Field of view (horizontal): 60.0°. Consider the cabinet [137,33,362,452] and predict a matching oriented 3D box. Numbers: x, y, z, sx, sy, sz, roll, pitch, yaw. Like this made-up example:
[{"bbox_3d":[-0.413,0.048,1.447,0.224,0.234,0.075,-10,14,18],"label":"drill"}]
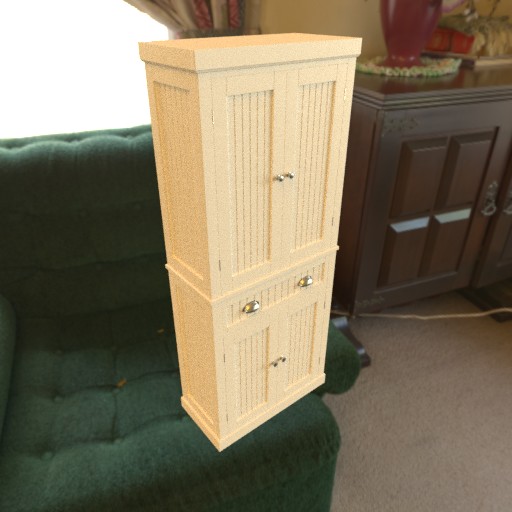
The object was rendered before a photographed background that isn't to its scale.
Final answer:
[{"bbox_3d":[0.000,0.000,2.081,0.754,1.829,0.390,-22,36,-33],"label":"cabinet"}]
